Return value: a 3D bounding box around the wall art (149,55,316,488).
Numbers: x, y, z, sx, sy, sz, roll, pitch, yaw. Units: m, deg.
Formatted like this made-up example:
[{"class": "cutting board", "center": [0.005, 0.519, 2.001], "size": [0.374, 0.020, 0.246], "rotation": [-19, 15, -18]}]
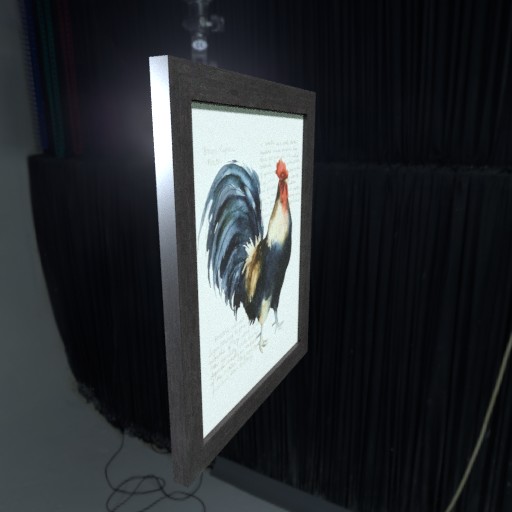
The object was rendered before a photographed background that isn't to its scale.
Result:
[{"class": "wall art", "center": [0.000, 0.000, 0.780], "size": [0.027, 0.580, 0.479], "rotation": [8, 17, 26]}]
